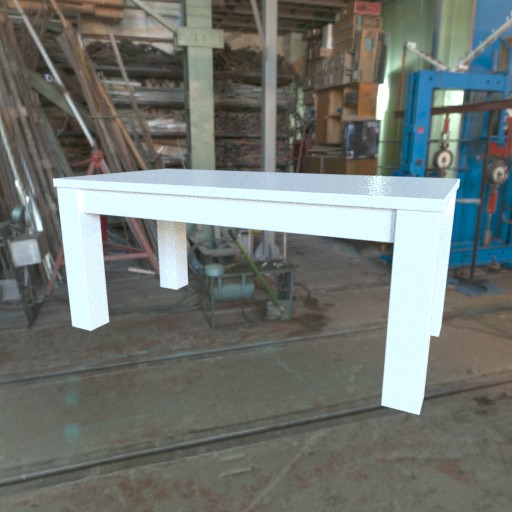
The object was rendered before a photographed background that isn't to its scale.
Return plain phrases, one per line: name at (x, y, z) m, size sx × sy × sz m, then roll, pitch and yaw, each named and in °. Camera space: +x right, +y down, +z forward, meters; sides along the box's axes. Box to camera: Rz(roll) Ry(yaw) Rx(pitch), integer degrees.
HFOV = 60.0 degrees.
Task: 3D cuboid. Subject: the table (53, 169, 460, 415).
table at (0.000, 0.000, 2.289) m, size 1.800 × 0.790 × 0.900 m, roll 7°, pitch 16°, yaw 26°
